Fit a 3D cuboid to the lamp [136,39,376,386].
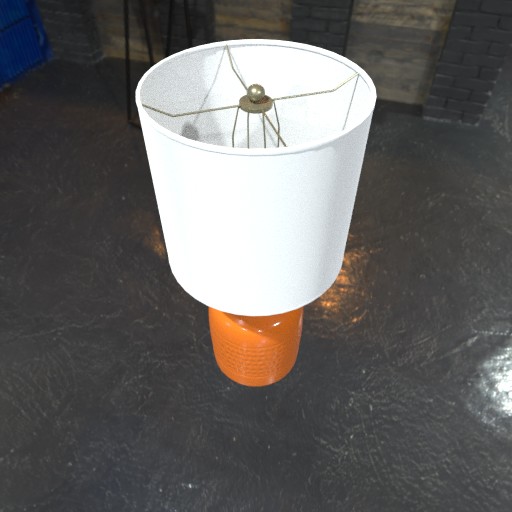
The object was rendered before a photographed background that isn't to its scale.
[{"bbox_3d":[0.000,0.000,1.095,0.418,0.871,0.418,15,48,14],"label":"lamp"}]
